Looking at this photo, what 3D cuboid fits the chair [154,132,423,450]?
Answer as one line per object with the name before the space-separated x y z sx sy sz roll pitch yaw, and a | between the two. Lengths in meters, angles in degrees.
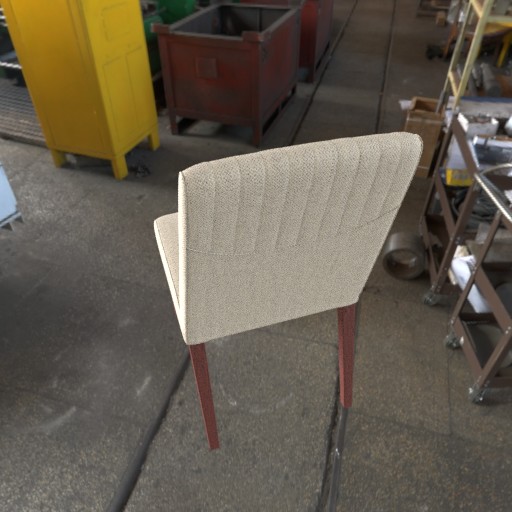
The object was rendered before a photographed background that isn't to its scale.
chair | 0.000 0.000 1.191 0.480 0.900 0.594 -12 42 -14
